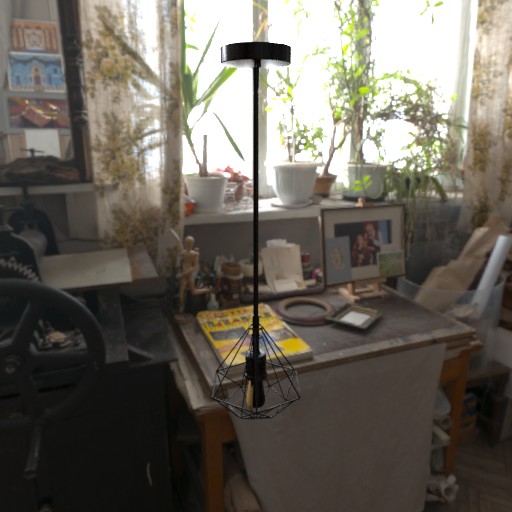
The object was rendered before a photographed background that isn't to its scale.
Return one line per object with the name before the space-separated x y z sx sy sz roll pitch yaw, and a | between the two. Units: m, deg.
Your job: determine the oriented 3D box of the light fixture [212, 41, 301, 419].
light fixture | 0.000 0.000 2.054 0.487 1.764 0.431 9 19 28
